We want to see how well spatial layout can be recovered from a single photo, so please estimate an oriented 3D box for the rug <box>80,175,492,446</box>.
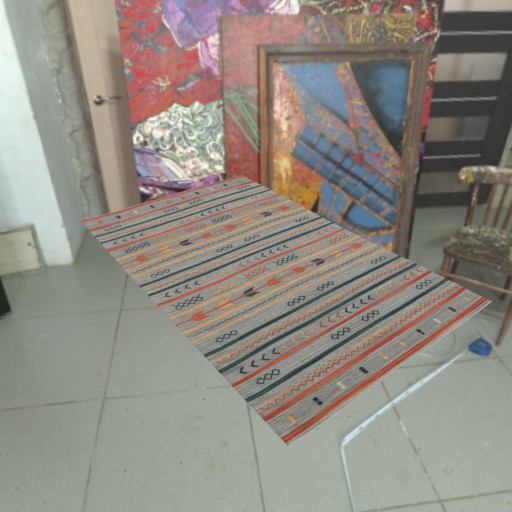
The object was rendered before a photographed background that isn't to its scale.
[{"bbox_3d":[0.000,0.000,2.962,1.537,0.029,2.439,-22,38,-31],"label":"rug"}]
